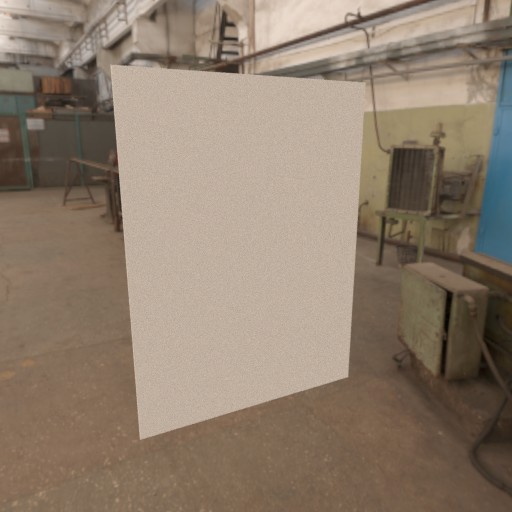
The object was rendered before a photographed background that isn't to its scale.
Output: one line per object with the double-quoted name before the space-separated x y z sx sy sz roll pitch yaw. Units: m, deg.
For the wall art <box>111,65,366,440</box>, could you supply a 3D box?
"wall art" 0.000 0.000 0.800 0.457 0.610 0.003 -8 17 -26
